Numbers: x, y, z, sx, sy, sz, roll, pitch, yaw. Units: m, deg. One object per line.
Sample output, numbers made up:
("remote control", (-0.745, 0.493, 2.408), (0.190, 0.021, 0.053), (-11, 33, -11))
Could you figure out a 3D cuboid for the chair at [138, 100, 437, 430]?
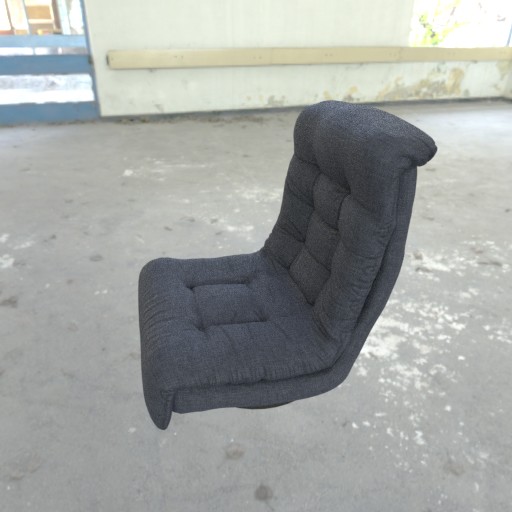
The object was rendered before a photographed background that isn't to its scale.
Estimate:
("chair", (0.000, 0.000, 1.206), (0.668, 0.749, 0.597), (-7, 28, -14))
